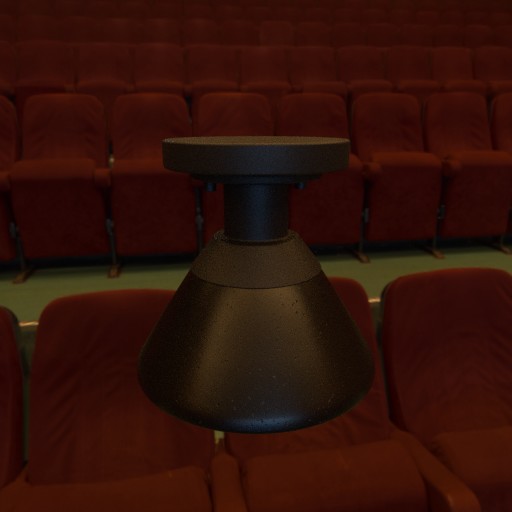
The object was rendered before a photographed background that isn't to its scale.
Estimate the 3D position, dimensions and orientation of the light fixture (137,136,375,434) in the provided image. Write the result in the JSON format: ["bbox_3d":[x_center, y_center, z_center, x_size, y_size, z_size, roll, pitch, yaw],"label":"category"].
[{"bbox_3d":[0.000,0.000,0.359,0.200,0.183,0.200,0,17,0],"label":"light fixture"}]
